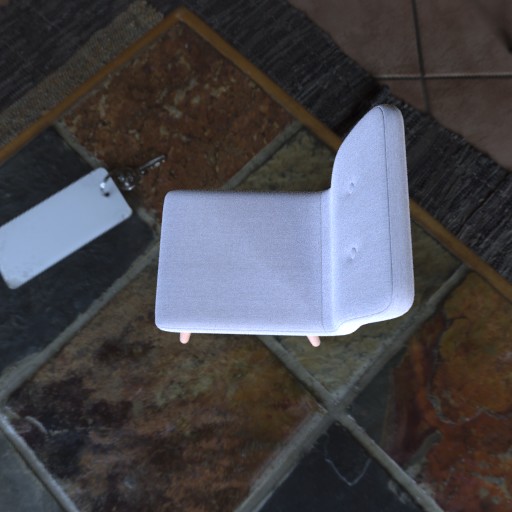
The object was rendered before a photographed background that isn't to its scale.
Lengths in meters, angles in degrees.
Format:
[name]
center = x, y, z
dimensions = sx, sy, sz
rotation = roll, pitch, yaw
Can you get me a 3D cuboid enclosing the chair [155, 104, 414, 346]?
[chair]
center = 0.000, 0.000, 1.207
dimensions = 0.550, 0.885, 0.435
rotation = 1, 76, 0
